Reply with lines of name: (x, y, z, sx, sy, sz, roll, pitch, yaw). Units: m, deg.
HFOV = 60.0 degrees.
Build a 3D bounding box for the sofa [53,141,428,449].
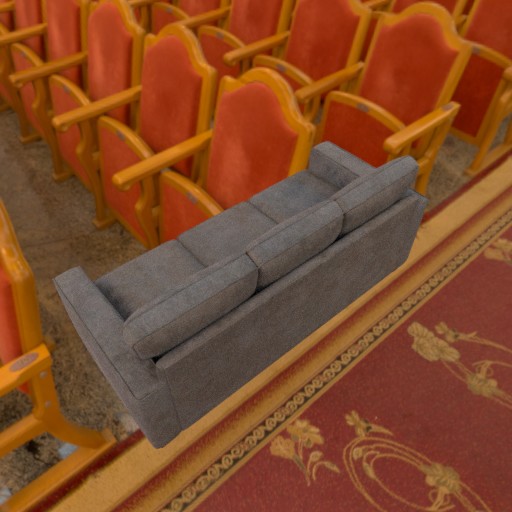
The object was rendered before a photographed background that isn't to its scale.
sofa: (0.000, 0.000, 2.718, 2.133, 0.965, 0.939, -31, 54, -26)
